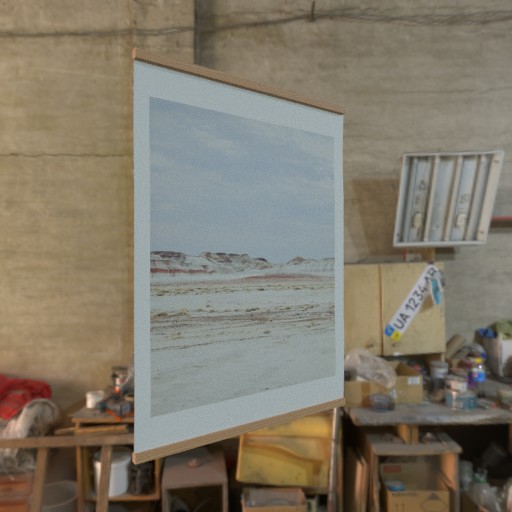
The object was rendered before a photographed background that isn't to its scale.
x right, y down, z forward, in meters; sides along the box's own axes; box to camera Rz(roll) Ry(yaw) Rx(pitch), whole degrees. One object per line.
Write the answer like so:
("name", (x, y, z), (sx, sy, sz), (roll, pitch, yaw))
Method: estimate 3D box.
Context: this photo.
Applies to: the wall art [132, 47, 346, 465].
("wall art", (0.000, 0.000, 1.304), (0.739, 1.016, 0.020), (0, 0, -36))
